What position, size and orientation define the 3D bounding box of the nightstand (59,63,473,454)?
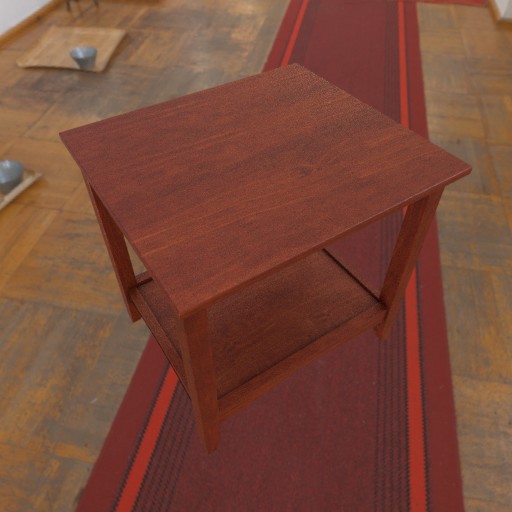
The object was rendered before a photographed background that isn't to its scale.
[{"bbox_3d":[0.000,0.000,0.995,0.558,0.558,0.501,-26,52,-22],"label":"nightstand"}]
